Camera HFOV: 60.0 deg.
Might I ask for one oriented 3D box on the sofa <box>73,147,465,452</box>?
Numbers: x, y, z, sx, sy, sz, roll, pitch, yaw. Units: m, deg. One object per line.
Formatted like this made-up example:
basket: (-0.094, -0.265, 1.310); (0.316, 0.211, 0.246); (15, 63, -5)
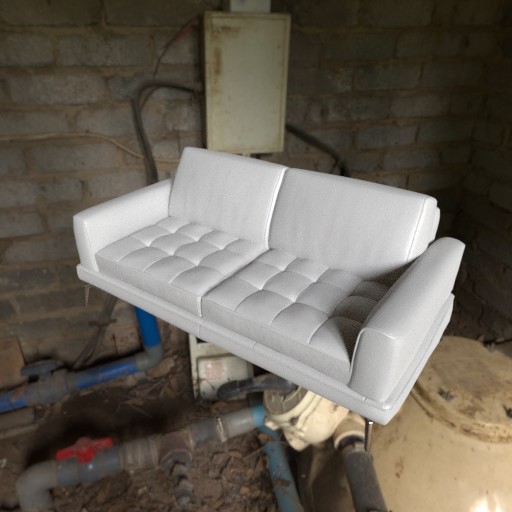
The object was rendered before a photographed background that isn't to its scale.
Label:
sofa: (0.000, 0.000, 2.679); (2.177, 0.930, 1.121); (19, 34, 30)
